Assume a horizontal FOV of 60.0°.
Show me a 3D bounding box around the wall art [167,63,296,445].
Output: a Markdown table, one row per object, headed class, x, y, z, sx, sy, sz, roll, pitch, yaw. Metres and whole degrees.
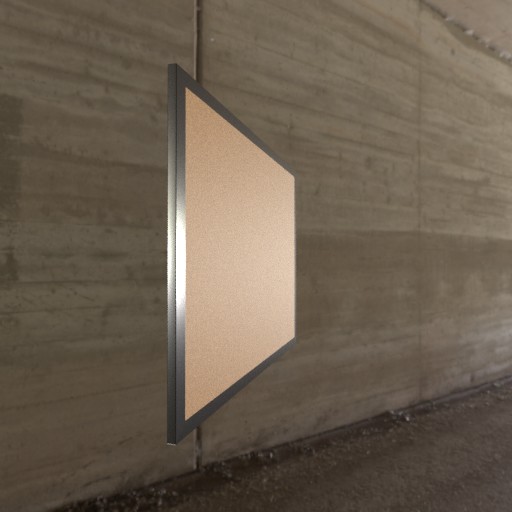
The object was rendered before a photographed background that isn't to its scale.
| class | x | y | z | sx | sy | sz | roll | pitch | yaw |
| --- | --- | --- | --- | --- | --- | --- | --- | --- | --- |
| wall art | 0.000 | 0.000 | 1.032 | 0.015 | 0.552 | 0.819 | 0 | -1 | 17 |
